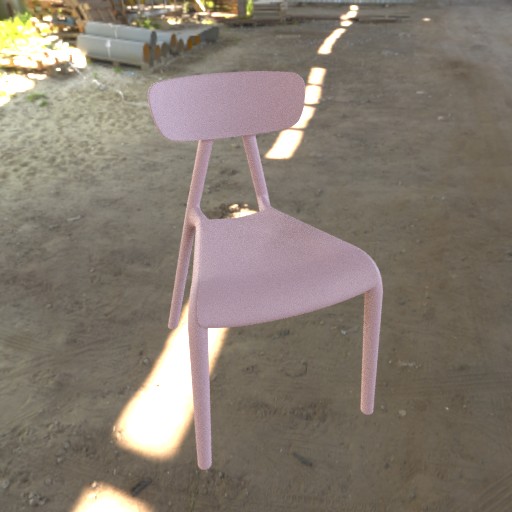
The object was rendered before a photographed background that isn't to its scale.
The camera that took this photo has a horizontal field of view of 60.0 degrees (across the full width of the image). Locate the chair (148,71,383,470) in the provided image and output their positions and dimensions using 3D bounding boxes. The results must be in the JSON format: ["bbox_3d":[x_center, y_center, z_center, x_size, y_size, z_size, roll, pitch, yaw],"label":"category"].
[{"bbox_3d":[0.000,0.000,0.827,0.356,0.580,0.401,-11,35,-17],"label":"chair"}]
